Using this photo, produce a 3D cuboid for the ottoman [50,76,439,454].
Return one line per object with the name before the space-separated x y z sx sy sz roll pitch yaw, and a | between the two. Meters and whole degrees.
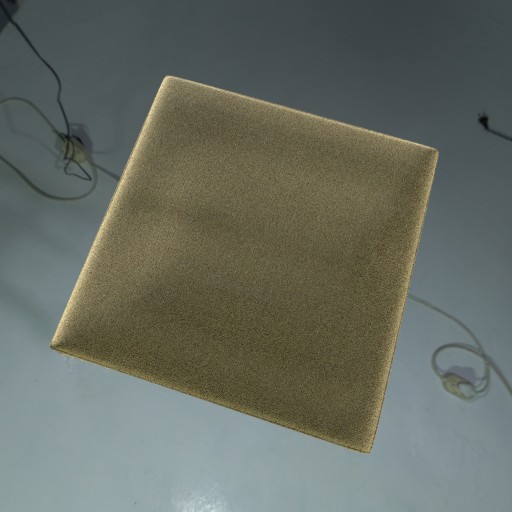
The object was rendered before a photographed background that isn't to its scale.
ottoman | 0.000 0.000 1.512 0.970 0.378 0.981 17 76 4
